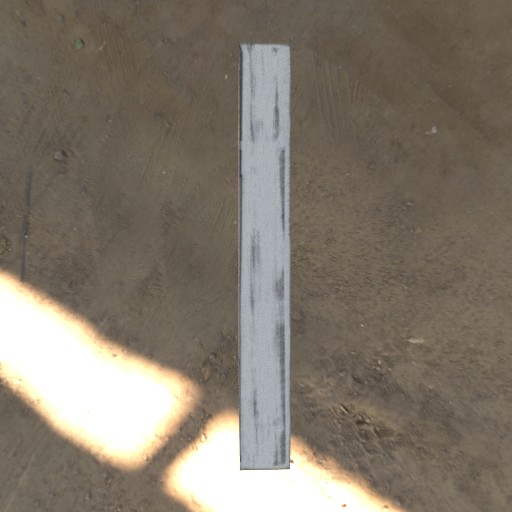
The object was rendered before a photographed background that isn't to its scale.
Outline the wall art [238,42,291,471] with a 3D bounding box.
[{"bbox_3d":[0.000,0.000,0.466,0.036,0.303,0.303,0,90,-2],"label":"wall art"}]
